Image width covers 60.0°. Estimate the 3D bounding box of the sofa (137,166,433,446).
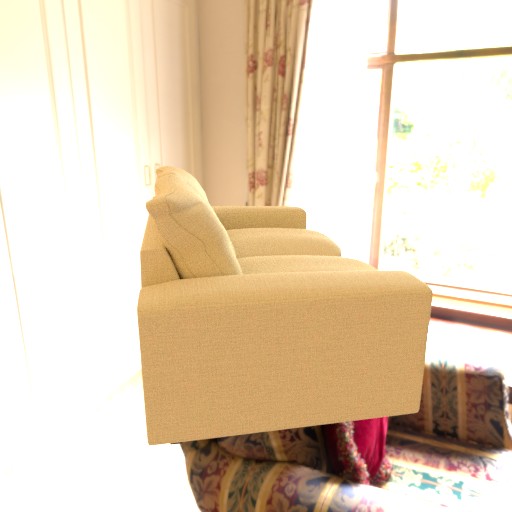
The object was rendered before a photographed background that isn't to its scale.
[{"bbox_3d":[0.000,0.000,2.333,1.091,0.875,1.754,-3,16,-10],"label":"sofa"}]
